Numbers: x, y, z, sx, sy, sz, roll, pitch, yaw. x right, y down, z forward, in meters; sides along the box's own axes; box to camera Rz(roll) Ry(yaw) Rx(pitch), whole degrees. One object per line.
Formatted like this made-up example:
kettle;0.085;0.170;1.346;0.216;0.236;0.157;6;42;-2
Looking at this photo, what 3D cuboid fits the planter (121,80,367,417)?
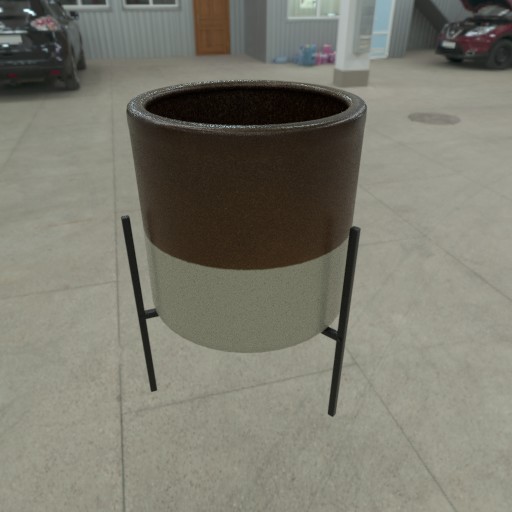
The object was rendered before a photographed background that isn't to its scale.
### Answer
planter;0.000;0.000;0.553;0.269;0.375;0.255;22;37;33
